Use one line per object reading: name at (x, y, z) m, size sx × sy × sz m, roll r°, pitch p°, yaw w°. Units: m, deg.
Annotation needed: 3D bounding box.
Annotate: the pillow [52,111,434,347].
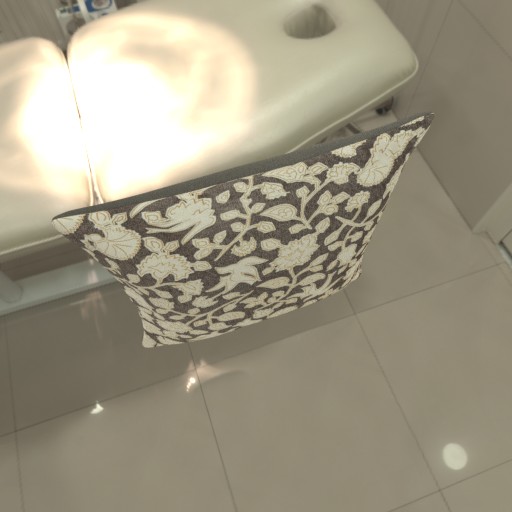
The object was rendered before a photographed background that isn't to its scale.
pillow at (0.000, 0.000, 0.793) m, size 0.526 × 0.507 × 0.166 m, roll -17°, pitch 64°, yaw -9°
